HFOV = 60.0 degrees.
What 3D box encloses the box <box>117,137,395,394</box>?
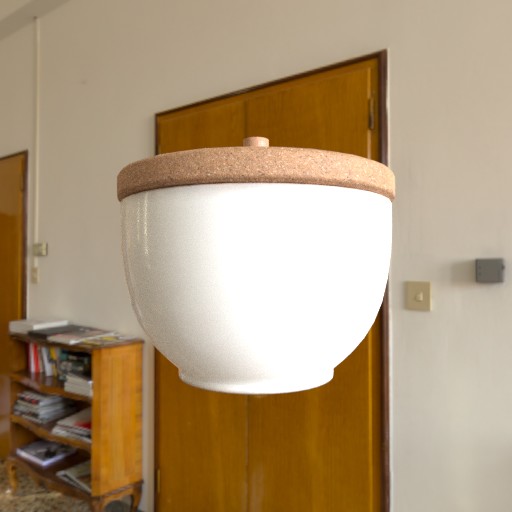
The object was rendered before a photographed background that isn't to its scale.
[{"bbox_3d":[0.000,0.000,0.179,0.107,0.094,0.107,0,-1,0],"label":"box"}]
